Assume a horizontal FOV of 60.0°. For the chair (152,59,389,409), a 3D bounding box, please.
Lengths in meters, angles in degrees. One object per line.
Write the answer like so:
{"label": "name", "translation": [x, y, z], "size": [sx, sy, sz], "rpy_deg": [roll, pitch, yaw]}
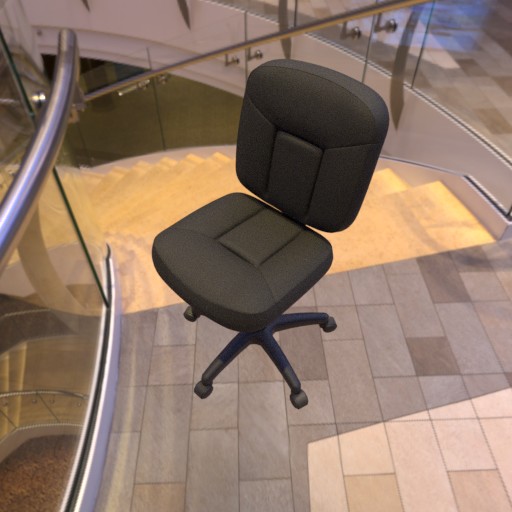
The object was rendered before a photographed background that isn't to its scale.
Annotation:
{"label": "chair", "translation": [0.000, 0.000, 1.359], "size": [0.610, 0.972, 0.610], "rpy_deg": [33, 55, 27]}
